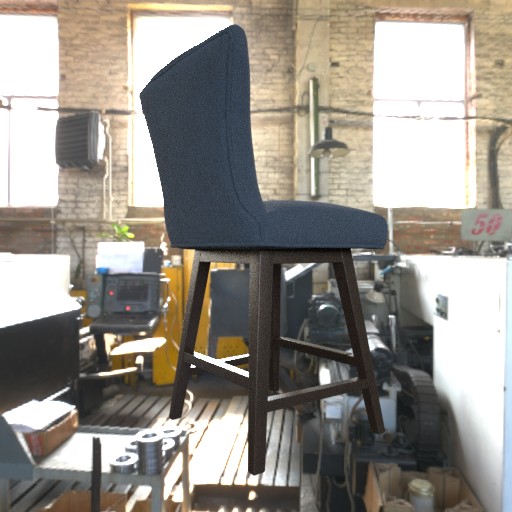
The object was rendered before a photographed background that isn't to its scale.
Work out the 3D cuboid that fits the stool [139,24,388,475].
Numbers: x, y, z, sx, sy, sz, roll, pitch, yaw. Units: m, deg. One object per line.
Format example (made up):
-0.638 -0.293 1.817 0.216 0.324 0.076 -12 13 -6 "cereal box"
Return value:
0.000 0.000 1.282 0.574 1.000 0.514 0 1 -37 "stool"
